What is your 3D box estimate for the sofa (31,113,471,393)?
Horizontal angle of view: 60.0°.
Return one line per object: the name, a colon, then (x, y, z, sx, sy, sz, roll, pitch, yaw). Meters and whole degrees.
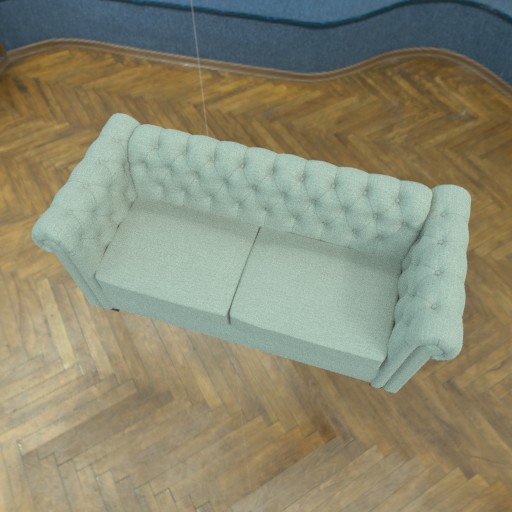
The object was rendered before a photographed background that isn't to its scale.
sofa: (0.000, 0.000, 2.207, 1.798, 0.797, 0.783, 14, 59, 9)
